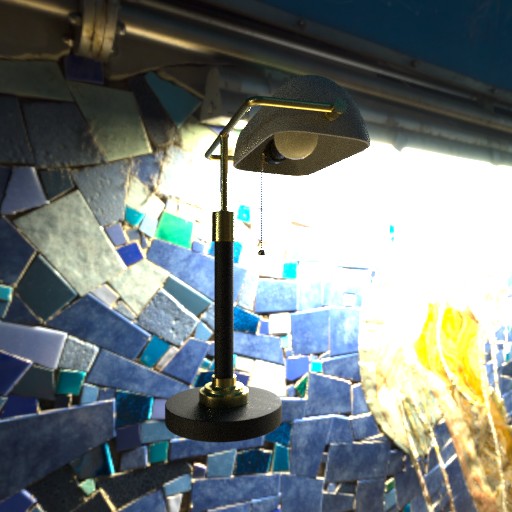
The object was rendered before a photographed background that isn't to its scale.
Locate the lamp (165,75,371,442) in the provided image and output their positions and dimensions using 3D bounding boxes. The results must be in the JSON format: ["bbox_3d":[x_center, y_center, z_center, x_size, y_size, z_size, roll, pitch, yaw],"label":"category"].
[{"bbox_3d":[0.000,0.000,0.563,0.227,0.404,0.269,0,0,-17],"label":"lamp"}]
